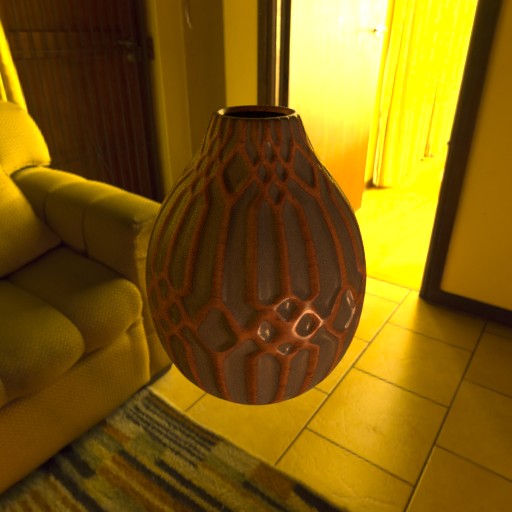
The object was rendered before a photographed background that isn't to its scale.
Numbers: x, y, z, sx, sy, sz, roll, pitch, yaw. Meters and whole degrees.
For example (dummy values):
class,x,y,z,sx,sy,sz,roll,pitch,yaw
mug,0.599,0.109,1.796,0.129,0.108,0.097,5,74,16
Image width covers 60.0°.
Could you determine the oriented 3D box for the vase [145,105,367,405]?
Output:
class,x,y,z,sx,sy,sz,roll,pitch,yaw
vase,0.000,0.000,0.139,0.069,0.088,0.069,0,27,0
